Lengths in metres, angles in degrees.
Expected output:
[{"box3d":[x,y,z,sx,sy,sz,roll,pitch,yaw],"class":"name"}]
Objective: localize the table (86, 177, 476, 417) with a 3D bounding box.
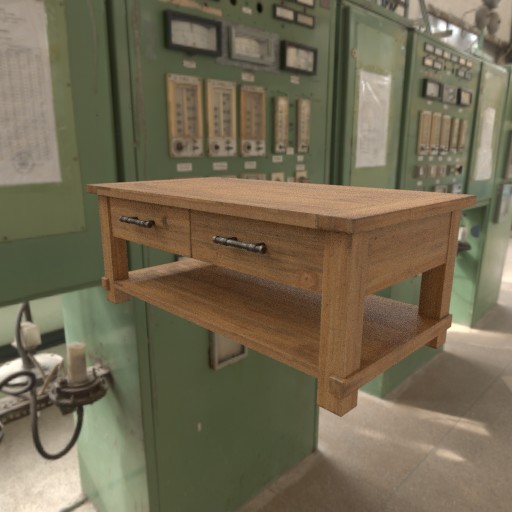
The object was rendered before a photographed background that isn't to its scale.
[{"box3d":[0.000,0.000,1.643,0.693,0.494,1.270,-13,19,-43],"class":"table"}]
